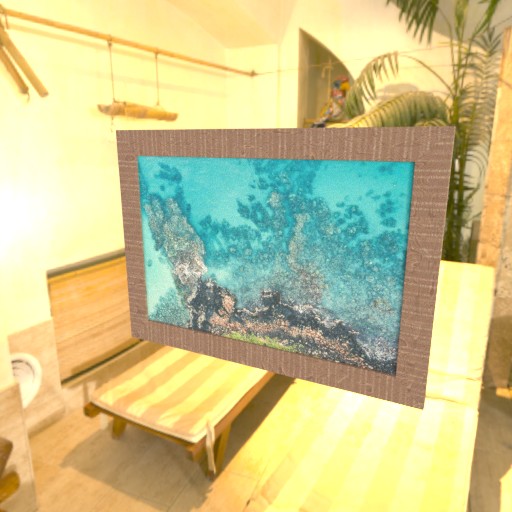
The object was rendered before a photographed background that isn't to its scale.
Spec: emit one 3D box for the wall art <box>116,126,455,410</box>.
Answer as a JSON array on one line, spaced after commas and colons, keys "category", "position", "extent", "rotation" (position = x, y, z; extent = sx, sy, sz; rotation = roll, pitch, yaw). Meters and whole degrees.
[{"category": "wall art", "position": [0.000, 0.000, 1.375], "extent": [1.056, 0.761, 0.020], "rotation": [7, 17, 26]}]
